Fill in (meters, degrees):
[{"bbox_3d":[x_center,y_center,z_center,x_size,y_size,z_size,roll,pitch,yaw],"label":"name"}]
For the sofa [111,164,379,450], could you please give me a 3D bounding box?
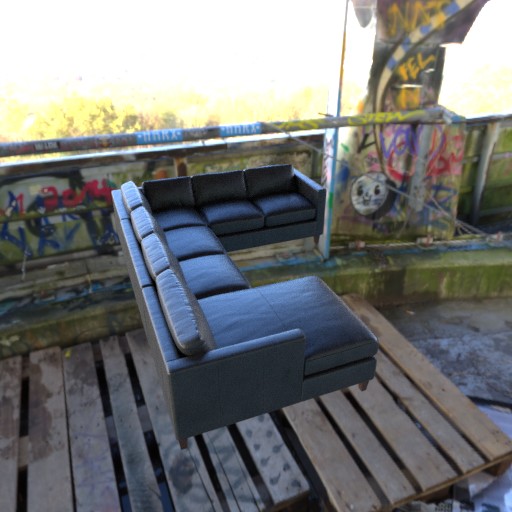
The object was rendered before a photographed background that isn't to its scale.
[{"bbox_3d":[0.000,0.000,4.527,2.452,0.891,3.324,-11,31,-19],"label":"sofa"}]
